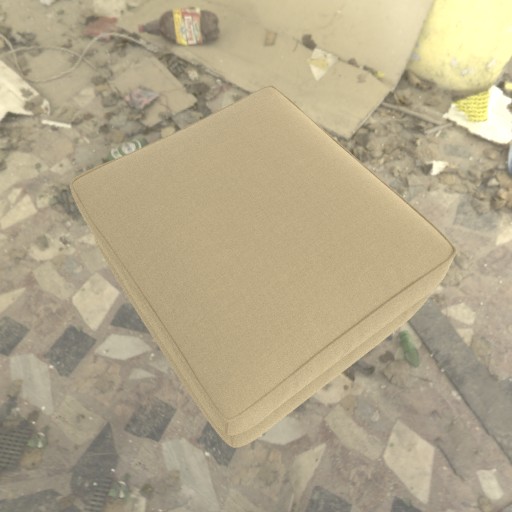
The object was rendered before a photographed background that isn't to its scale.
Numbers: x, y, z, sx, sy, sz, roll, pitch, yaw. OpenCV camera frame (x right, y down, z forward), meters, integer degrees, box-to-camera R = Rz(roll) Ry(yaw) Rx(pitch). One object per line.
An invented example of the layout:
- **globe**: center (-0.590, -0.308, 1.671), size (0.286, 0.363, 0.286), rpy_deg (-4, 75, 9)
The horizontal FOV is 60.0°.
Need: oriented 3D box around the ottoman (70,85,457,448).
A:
- **ottoman**: center (0.000, 0.000, 1.174), size (0.662, 0.505, 0.716), rpy_deg (-32, 64, -18)
